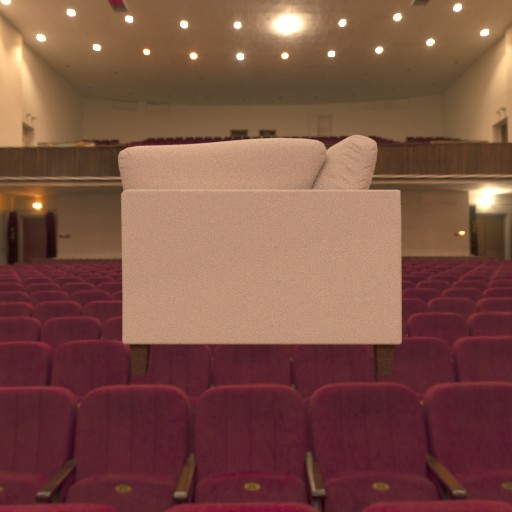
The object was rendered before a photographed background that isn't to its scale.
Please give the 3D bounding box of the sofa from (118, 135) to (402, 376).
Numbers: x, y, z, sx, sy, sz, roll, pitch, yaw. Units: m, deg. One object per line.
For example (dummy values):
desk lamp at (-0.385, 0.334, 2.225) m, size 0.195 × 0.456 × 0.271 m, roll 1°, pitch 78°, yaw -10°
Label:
sofa at (0.000, 0.000, 2.326) m, size 0.970 × 0.836 × 1.776 m, roll 0°, pitch -1°, yaw 0°
